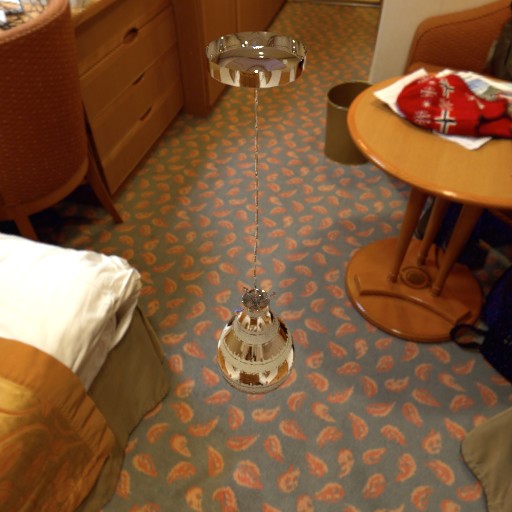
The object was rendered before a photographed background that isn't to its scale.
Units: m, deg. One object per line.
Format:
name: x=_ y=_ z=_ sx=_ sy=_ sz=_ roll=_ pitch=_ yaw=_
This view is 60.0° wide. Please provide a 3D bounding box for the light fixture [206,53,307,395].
light fixture: x=0.000 y=0.000 z=1.613 sx=0.374 sy=1.457 sz=0.374 roll=-24 pitch=51 yaw=-21
